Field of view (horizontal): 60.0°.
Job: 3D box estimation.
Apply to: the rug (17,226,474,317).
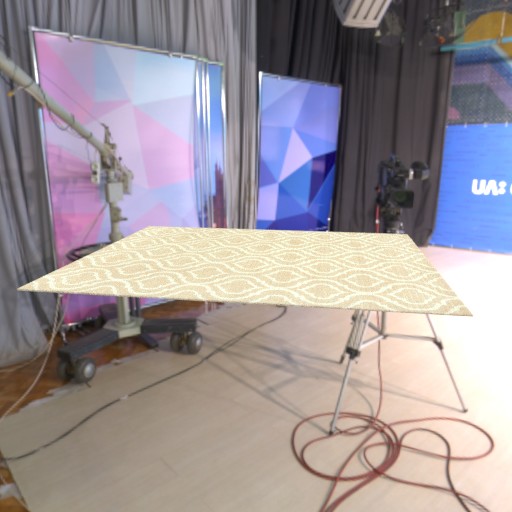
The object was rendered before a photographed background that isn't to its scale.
[{"bbox_3d":[0.000,0.000,3.850,2.894,0.013,2.286,2,15,9],"label":"rug"}]
